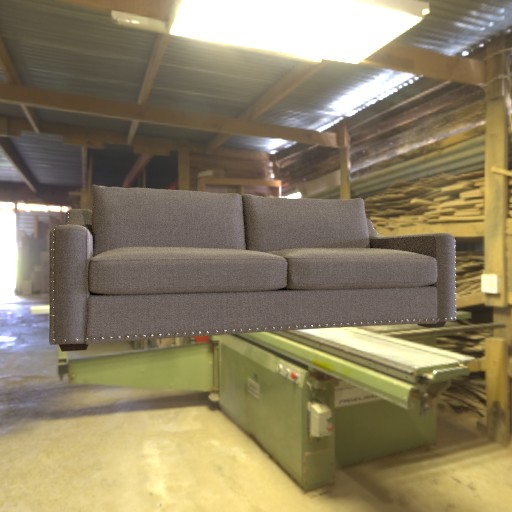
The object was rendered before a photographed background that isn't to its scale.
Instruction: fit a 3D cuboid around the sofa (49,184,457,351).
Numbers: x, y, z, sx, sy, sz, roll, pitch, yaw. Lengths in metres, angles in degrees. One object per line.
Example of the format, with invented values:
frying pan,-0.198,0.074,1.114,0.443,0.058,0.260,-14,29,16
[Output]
sofa,0.000,0.000,2.708,2.208,0.857,1.000,0,0,-19
